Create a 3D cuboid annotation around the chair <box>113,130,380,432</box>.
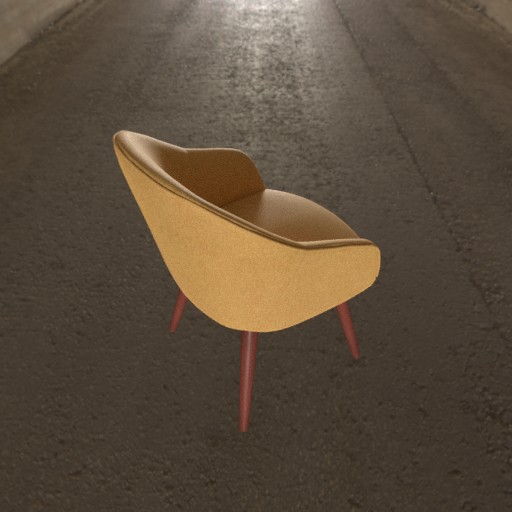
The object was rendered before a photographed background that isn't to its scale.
[{"bbox_3d":[0.000,0.000,1.289,0.635,0.823,0.596,-24,46,-26],"label":"chair"}]
